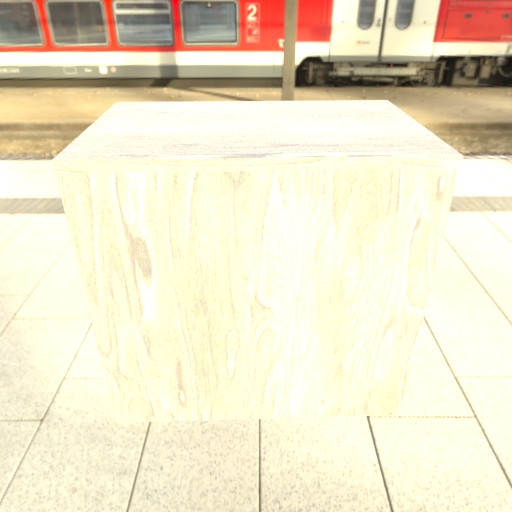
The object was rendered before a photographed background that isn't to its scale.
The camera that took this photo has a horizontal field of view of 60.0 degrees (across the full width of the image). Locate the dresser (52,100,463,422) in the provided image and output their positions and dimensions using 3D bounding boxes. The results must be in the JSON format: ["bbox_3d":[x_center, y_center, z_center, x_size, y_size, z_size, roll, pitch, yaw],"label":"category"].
[{"bbox_3d":[0.000,0.000,1.292,0.809,0.762,0.529,-1,31,-2],"label":"dresser"}]
